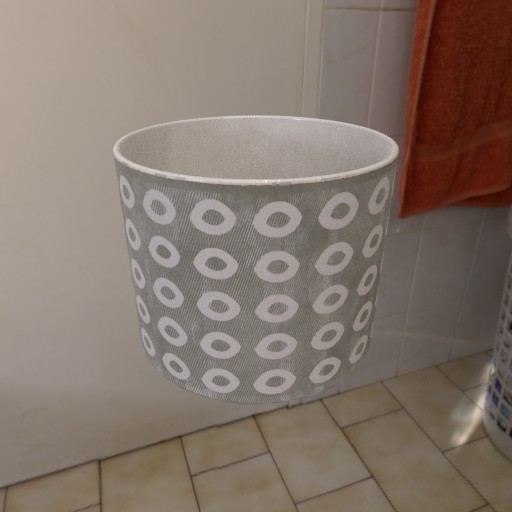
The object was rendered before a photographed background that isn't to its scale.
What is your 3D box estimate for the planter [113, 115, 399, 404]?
[{"bbox_3d":[0.000,0.000,0.347,0.190,0.181,0.190,0,27,0],"label":"planter"}]
